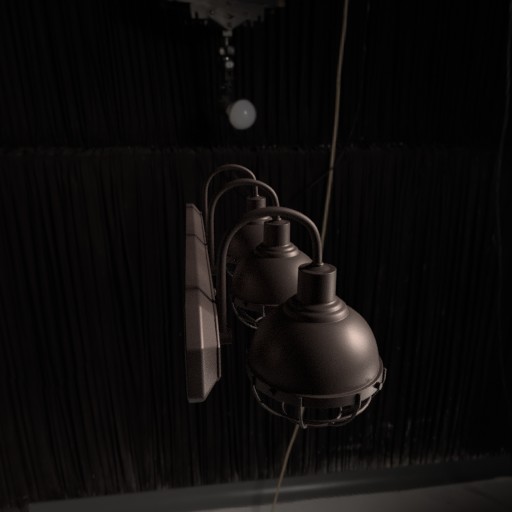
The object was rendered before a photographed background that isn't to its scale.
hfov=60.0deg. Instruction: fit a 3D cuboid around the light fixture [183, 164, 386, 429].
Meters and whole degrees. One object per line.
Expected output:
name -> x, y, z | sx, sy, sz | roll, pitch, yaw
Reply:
light fixture -> 0.000, 0.000, 0.731 | 0.229, 0.254, 0.634 | -2, 17, -8
